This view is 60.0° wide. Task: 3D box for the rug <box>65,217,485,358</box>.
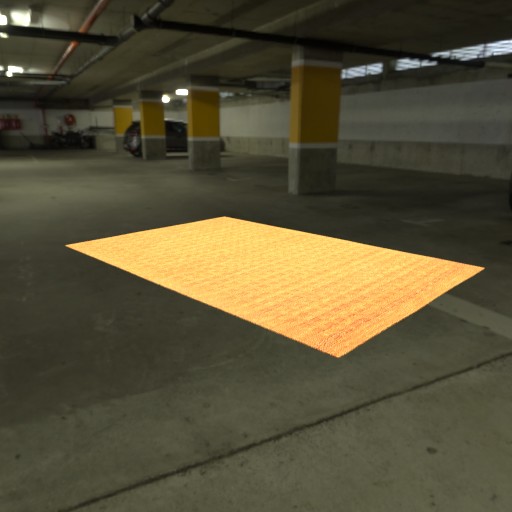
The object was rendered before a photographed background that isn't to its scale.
[{"bbox_3d":[0.000,0.000,2.178,1.747,0.006,1.143,15,22,42],"label":"rug"}]
